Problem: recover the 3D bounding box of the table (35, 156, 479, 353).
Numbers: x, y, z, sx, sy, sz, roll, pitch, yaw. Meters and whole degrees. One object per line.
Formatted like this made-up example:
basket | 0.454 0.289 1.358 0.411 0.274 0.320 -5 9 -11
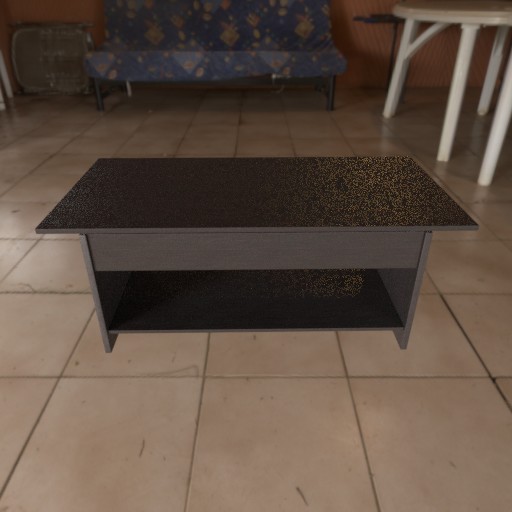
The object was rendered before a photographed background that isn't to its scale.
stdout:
table | 0.000 0.000 1.446 1.000 0.570 0.712 0 31 -1
